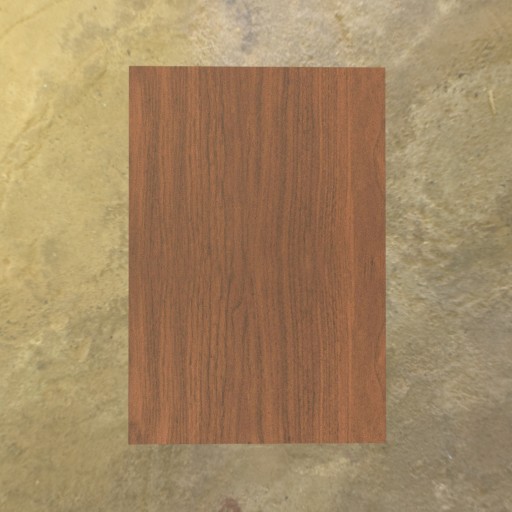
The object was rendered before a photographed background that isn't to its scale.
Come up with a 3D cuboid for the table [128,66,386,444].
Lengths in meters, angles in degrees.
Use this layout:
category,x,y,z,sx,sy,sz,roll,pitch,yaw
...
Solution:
category,x,y,z,sx,sy,sz,roll,pitch,yaw
table,0.000,0.000,1.048,0.406,0.711,0.589,0,90,-1
